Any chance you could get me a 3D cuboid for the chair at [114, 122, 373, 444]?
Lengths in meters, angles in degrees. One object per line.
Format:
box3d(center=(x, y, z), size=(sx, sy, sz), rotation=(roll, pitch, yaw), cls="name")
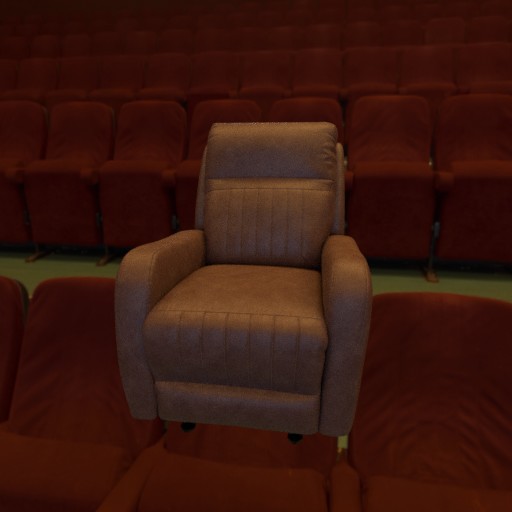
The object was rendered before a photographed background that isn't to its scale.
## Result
box3d(center=(0.000, 0.000, 1.833), size=(0.865, 1.067, 1.067), rotation=(3, 17, 9), cls="chair")
